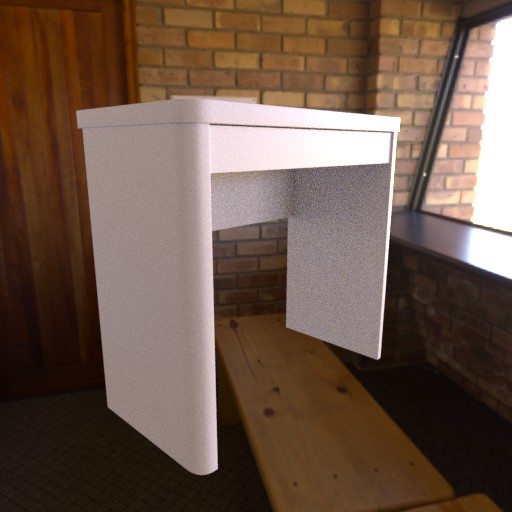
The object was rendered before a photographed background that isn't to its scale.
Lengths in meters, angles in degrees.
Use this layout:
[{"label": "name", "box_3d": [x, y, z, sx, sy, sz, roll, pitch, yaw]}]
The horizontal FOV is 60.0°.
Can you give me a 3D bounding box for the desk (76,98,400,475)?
[{"label": "desk", "box_3d": [0.000, 0.000, 1.252, 0.446, 0.760, 0.790, 13, 19, 42]}]
